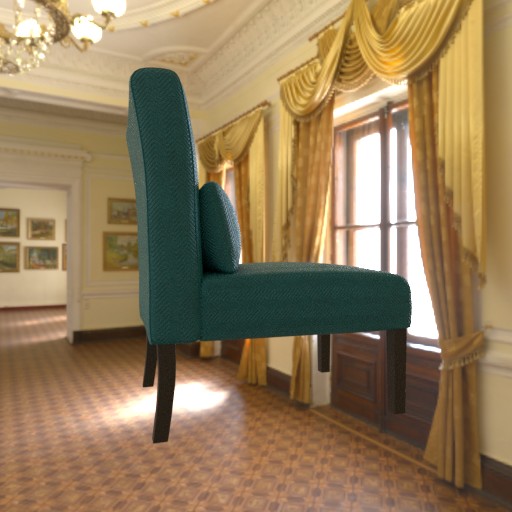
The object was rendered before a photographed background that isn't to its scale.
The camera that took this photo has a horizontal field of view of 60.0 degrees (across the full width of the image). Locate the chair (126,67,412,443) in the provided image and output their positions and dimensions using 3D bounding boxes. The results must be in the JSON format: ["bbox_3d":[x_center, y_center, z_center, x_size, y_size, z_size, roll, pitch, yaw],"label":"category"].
[{"bbox_3d":[0.000,0.000,1.446,0.808,0.927,0.579,0,0,-17],"label":"chair"}]
